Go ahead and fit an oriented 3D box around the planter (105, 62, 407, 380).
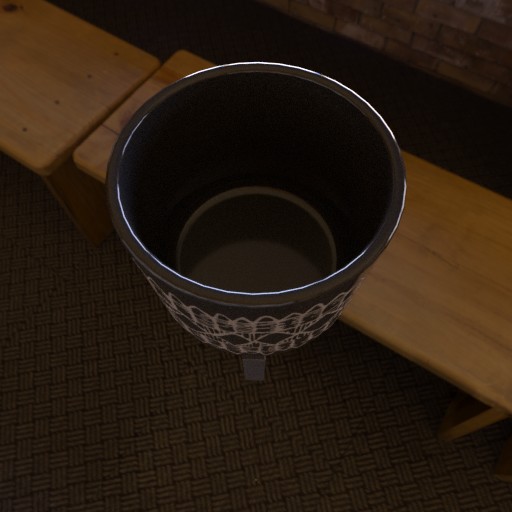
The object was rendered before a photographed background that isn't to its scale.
[{"bbox_3d":[0.000,0.000,0.406,0.196,0.264,0.196,1,63,1],"label":"planter"}]
